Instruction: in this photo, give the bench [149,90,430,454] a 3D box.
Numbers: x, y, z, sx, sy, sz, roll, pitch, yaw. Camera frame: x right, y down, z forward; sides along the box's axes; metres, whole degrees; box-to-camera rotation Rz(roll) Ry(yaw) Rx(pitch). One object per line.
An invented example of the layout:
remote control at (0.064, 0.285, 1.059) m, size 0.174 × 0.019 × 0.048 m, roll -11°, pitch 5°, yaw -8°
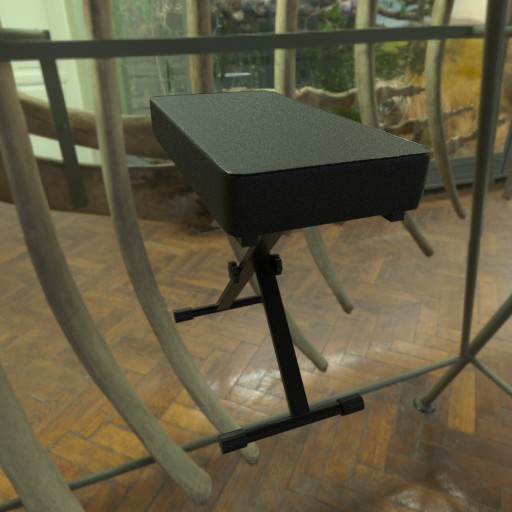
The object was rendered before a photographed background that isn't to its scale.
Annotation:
bench at (0.000, 0.000, 0.920) m, size 0.300 × 0.561 × 0.600 m, roll -10°, pitch 30°, yaw -18°
